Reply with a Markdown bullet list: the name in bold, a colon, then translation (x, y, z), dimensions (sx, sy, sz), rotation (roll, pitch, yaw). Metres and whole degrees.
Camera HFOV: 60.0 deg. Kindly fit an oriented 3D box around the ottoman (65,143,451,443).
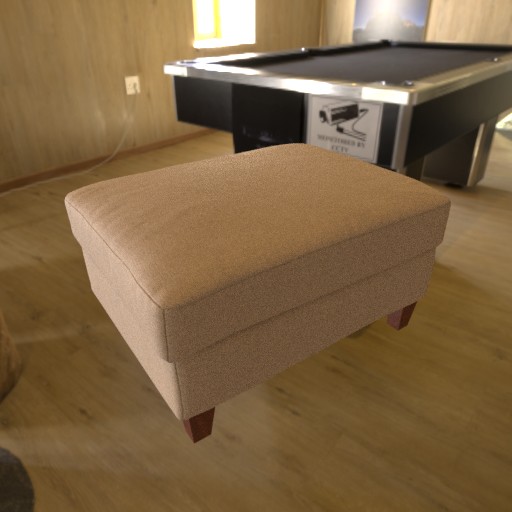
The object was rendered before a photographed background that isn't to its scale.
- **ottoman**: translation (0.000, 0.000, 1.342), dimensions (0.902, 0.511, 0.692), rotation (-19, 35, -30)
